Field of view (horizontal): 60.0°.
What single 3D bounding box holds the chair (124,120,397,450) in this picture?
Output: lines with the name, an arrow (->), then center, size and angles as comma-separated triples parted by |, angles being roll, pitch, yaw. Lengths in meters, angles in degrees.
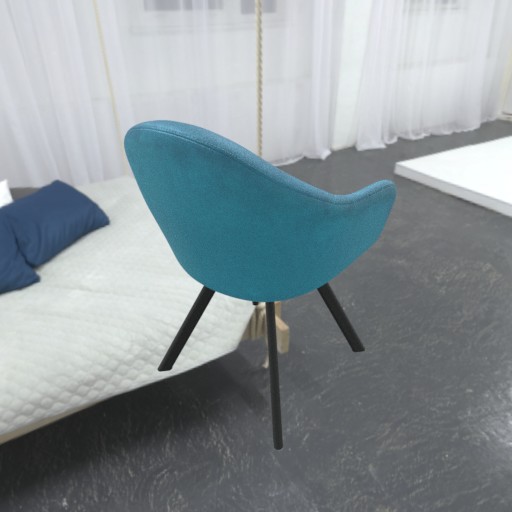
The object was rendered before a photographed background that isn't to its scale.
chair -> 0.000, 0.000, 1.173 | 0.540, 0.780, 0.570 | 21, 36, 33
